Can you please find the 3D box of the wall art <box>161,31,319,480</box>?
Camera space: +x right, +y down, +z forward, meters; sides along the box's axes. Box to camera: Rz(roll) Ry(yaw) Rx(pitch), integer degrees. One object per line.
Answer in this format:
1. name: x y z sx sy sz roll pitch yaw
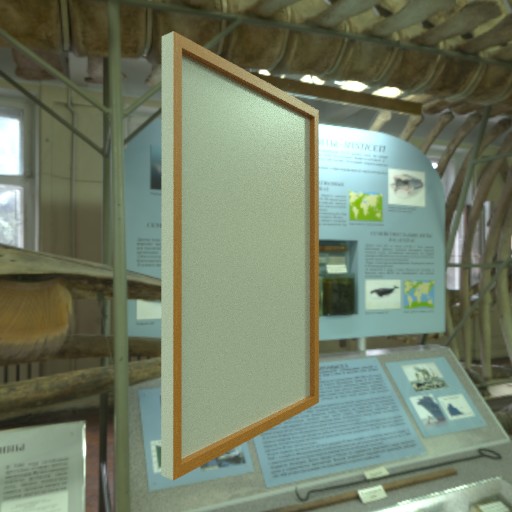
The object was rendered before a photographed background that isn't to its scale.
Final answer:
1. wall art: 0.000 0.000 0.767 0.025 0.608 0.405 0 0 37
